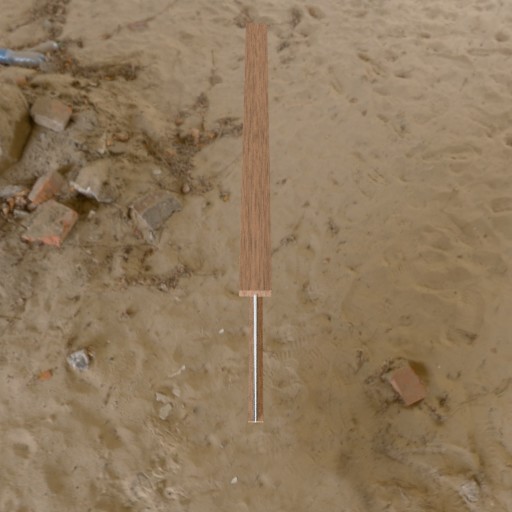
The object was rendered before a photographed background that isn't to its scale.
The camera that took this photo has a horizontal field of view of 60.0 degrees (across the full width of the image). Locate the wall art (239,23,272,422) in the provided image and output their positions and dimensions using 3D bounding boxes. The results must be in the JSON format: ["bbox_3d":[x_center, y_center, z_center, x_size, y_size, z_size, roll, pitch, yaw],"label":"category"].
[{"bbox_3d":[0.000,0.000,0.706,0.028,0.527,0.403,0,58,0],"label":"wall art"}]
